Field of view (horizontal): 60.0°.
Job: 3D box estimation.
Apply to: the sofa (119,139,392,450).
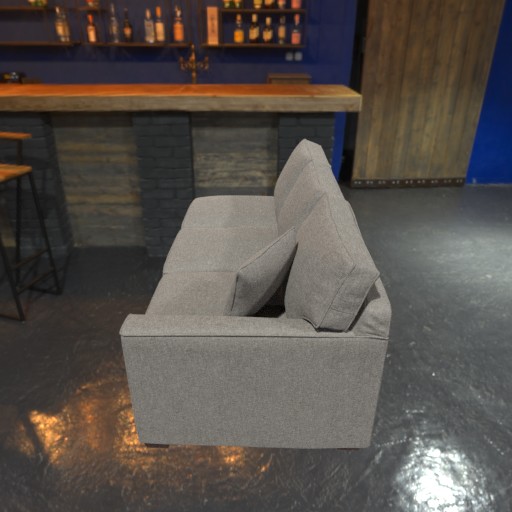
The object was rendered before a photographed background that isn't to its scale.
[{"bbox_3d":[0.000,0.000,2.569,1.034,0.946,1.963,1,27,1],"label":"sofa"}]
